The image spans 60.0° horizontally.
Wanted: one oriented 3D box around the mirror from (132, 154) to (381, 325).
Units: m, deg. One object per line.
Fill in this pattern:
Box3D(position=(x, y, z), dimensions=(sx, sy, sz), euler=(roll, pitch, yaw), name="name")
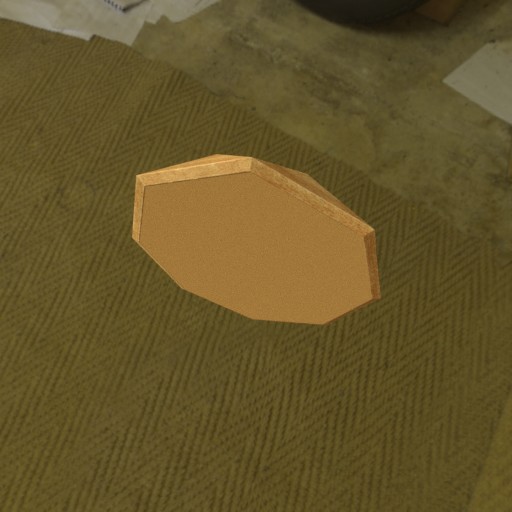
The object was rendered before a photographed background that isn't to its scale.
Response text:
Box3D(position=(0.000, 0.000, 1.007), dimensions=(0.577, 0.774, 0.070), euler=(13, 65, 6), name="mirror")
